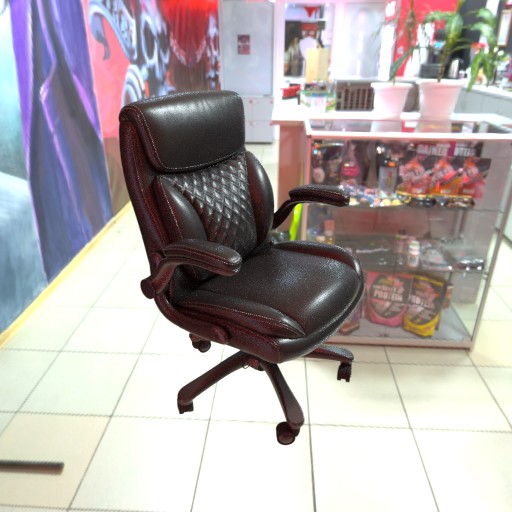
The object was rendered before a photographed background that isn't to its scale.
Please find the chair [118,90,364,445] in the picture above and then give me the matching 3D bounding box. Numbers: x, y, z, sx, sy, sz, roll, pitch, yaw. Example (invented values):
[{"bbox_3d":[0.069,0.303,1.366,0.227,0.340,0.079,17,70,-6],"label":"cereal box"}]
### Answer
[{"bbox_3d":[0.000,0.000,1.636,0.724,1.110,0.782,17,31,32],"label":"chair"}]
